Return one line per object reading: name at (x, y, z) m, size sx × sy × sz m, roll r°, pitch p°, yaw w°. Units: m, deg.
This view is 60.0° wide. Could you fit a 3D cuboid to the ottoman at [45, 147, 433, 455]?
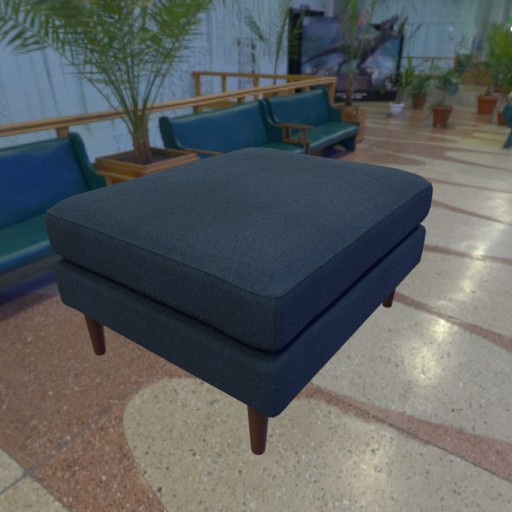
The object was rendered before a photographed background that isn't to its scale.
ottoman at (0.000, 0.000, 1.240) m, size 0.693 × 0.474 × 0.821 m, roll 18°, pitch 31°, yaw 33°
